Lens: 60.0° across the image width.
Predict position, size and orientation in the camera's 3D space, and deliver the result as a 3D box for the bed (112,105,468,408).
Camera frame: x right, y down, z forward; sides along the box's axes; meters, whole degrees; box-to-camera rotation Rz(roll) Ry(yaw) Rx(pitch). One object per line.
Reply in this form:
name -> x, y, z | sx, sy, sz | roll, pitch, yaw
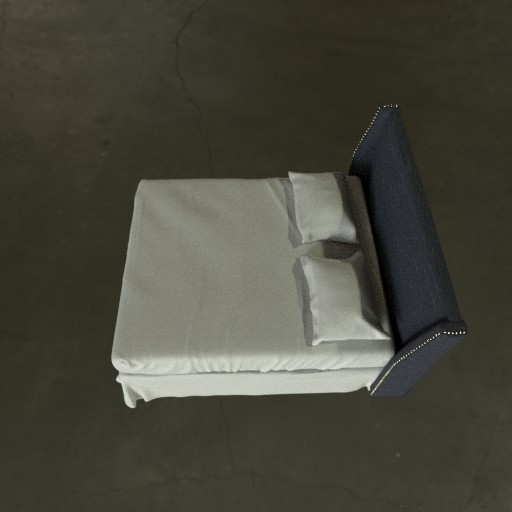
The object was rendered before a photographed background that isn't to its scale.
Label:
bed -> 0.000, 0.000, 3.427 | 2.276, 1.332, 1.925 | -1, 57, -1
